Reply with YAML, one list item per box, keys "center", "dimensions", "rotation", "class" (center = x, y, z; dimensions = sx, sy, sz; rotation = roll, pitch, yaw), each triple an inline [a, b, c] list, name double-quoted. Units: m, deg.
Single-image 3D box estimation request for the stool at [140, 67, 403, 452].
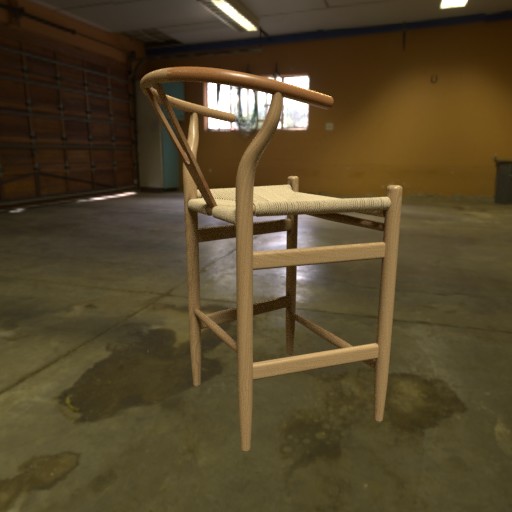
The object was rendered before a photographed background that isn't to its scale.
- center: [0.000, 0.000, 1.248]
  dimensions: [0.575, 0.923, 0.536]
  rotation: [-7, 15, -27]
  class: "stool"
